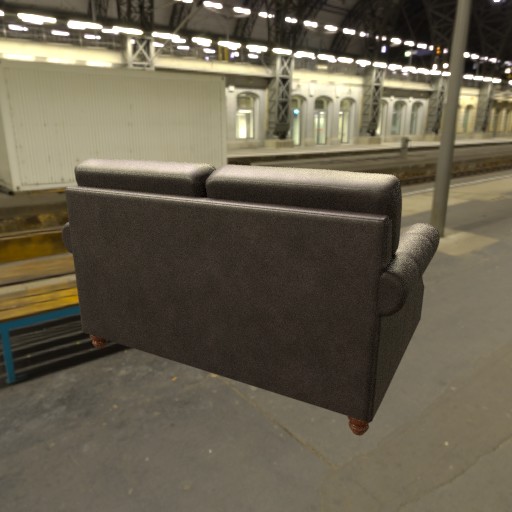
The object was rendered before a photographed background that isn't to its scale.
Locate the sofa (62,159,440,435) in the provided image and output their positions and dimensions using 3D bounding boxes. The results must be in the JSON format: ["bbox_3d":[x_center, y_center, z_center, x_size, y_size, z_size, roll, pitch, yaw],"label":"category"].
[{"bbox_3d":[0.000,0.000,2.269,1.663,0.979,1.030,9,19,28],"label":"sofa"}]
